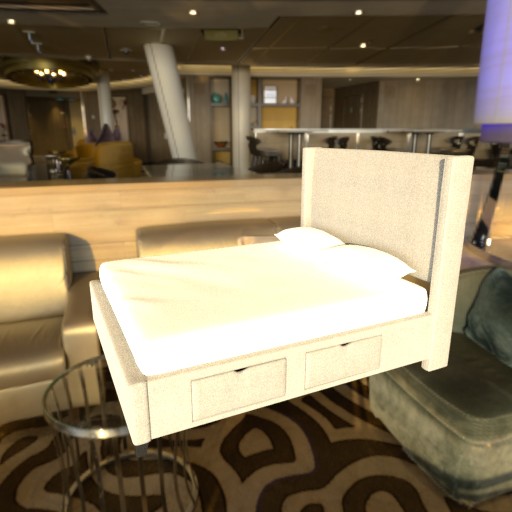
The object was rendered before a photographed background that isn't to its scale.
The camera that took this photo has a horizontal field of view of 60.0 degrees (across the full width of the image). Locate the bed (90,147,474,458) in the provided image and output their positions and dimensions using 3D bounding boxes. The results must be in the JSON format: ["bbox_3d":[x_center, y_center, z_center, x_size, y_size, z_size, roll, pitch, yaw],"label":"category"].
[{"bbox_3d":[0.000,0.000,3.295,2.222,1.491,1.774,-7,17,-25],"label":"bed"}]
